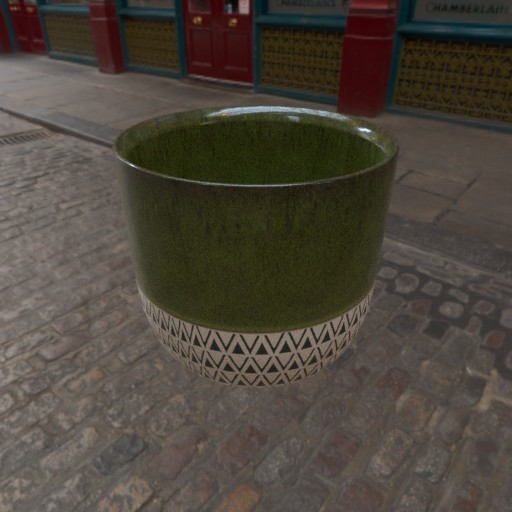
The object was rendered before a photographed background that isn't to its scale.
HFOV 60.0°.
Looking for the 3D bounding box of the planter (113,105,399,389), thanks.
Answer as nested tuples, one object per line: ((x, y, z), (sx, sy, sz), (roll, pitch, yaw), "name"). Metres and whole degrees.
((0.000, 0.000, 0.493), (0.266, 0.270, 0.266), (0, 30, 0), "planter")
